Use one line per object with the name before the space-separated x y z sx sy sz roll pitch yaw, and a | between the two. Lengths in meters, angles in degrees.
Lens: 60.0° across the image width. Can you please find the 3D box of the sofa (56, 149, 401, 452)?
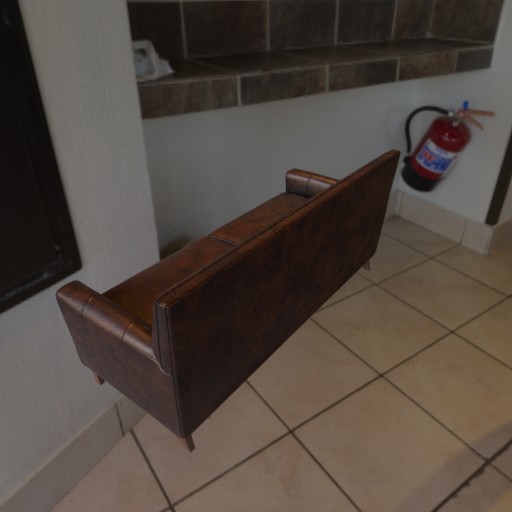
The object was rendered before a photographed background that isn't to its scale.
sofa | 0.000 0.000 2.512 0.786 0.871 1.995 21 37 31
